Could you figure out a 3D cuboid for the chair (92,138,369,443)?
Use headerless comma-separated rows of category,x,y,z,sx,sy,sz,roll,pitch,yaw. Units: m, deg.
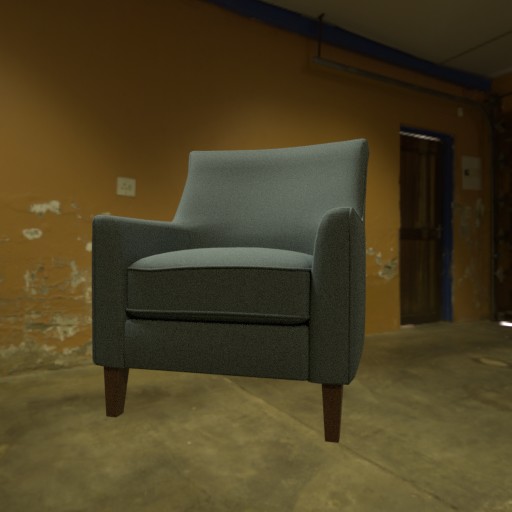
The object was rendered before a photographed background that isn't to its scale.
chair,0.000,0.000,1.558,0.756,0.916,0.879,0,0,16
